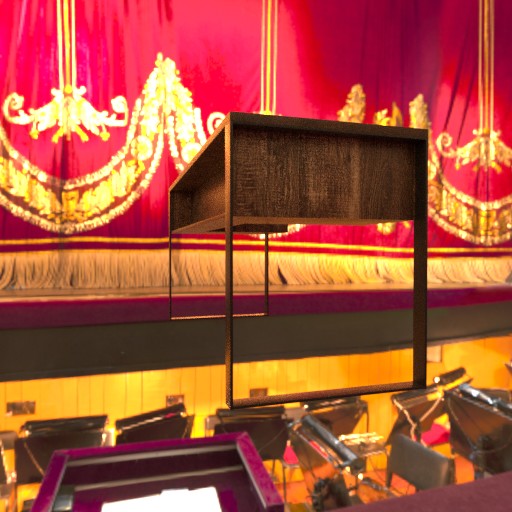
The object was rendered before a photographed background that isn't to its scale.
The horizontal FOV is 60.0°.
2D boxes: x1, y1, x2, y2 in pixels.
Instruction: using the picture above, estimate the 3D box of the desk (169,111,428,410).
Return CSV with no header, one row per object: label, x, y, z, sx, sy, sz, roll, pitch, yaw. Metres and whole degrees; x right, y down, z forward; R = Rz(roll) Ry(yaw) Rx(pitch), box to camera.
desk,0.000,0.000,1.943,0.599,0.762,1.524,0,1,-17
